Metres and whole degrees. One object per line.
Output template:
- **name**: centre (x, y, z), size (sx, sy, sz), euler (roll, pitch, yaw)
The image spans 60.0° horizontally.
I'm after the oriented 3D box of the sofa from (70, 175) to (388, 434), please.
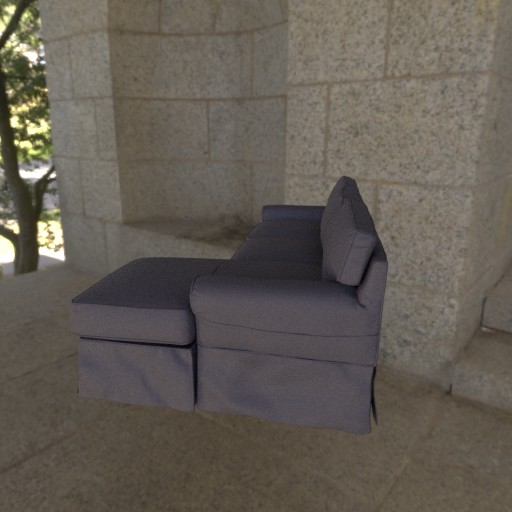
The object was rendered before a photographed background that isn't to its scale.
- **sofa**: centre (0.000, 0.000, 3.326), size (1.637, 1.039, 2.518), euler (3, 16, 9)
